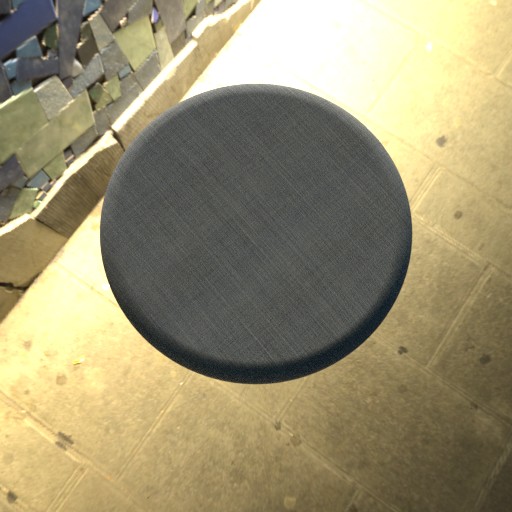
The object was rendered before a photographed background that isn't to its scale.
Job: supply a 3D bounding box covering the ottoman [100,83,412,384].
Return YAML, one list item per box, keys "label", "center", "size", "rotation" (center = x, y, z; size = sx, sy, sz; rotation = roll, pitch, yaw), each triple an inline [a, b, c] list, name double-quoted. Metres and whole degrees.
- label: "ottoman"
  center: [0.000, 0.000, 0.746]
  size: [0.400, 0.406, 0.400]
  rotation: [0, 77, 0]
